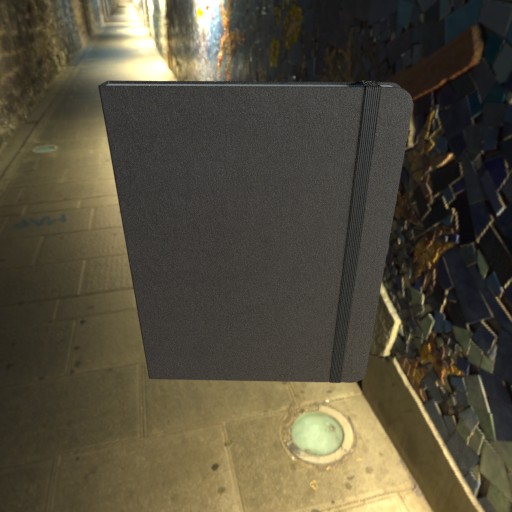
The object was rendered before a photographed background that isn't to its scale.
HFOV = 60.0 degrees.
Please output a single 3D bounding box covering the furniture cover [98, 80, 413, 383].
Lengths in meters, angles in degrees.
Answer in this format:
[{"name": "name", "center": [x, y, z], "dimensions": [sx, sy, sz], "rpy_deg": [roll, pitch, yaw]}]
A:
[{"name": "furniture cover", "center": [0.000, 0.000, 0.381], "dimensions": [0.216, 0.281, 0.023], "rpy_deg": [1, 31, 1]}]
